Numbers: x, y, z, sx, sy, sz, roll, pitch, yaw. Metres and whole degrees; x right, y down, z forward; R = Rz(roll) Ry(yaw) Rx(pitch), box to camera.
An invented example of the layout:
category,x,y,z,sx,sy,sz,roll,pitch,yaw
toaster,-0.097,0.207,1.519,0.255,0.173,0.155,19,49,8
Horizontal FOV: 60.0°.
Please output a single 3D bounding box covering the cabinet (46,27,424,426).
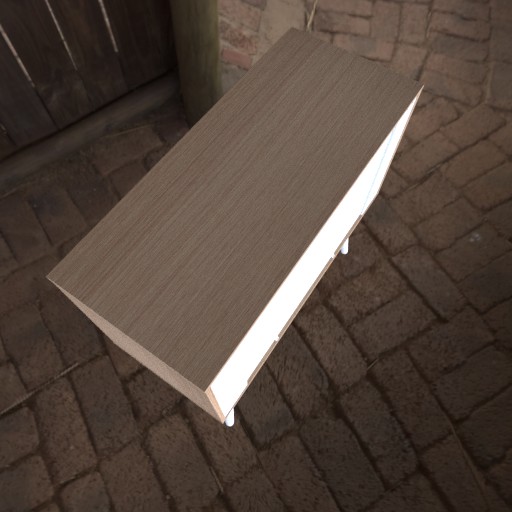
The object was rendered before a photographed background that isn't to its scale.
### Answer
category,x,y,z,sx,sy,sz,roll,pitch,yaw
cabinet,0.000,0.000,1.609,0.470,1.016,1.057,31,67,15
